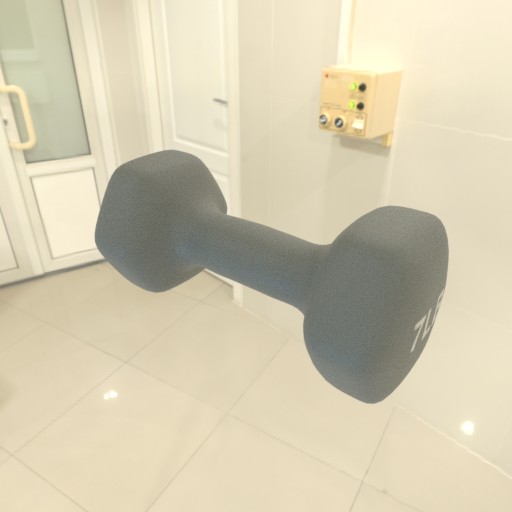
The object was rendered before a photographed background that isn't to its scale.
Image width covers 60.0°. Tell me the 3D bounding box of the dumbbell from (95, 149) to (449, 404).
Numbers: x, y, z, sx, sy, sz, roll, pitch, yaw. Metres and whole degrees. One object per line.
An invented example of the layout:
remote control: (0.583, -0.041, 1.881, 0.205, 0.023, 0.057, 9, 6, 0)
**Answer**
dumbbell: (0.000, 0.000, 0.235, 0.184, 0.081, 0.090, 21, 36, 33)
